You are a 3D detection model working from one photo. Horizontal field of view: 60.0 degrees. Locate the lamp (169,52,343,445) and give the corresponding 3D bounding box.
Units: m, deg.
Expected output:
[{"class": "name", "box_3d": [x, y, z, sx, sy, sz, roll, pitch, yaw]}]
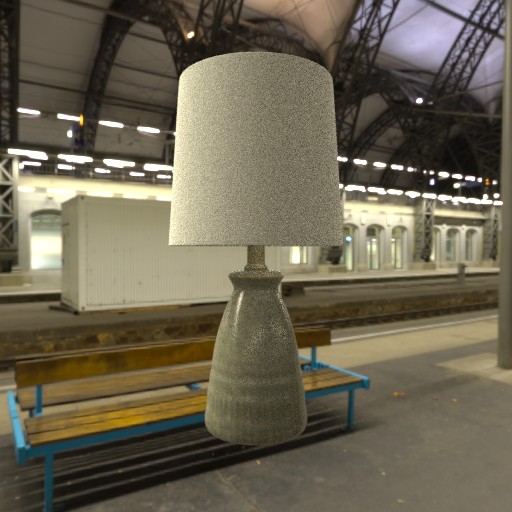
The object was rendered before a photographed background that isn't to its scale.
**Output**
[{"class": "lamp", "box_3d": [0.000, 0.000, 0.483, 0.186, 0.369, 0.186, 0, 1, 0]}]
